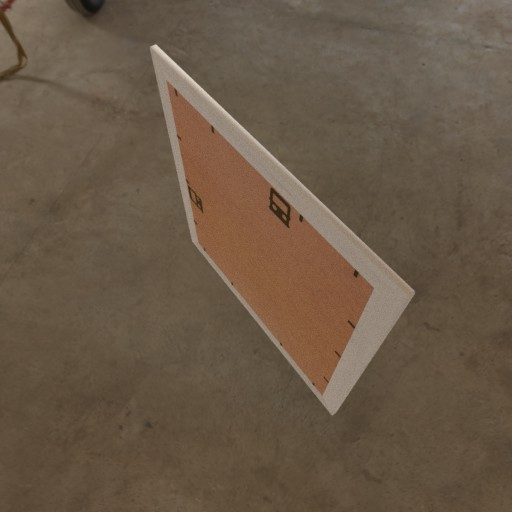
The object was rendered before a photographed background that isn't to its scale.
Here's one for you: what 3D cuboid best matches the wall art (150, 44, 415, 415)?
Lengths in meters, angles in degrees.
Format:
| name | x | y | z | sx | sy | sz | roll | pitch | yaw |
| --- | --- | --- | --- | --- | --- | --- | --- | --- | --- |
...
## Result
| name | x | y | z | sx | sy | sz | roll | pitch | yaw |
| --- | --- | --- | --- | --- | --- | --- | --- | --- | --- |
| wall art | 0.000 | 0.000 | 0.867 | 0.013 | 0.584 | 0.584 | -32 | 63 | -18 |
